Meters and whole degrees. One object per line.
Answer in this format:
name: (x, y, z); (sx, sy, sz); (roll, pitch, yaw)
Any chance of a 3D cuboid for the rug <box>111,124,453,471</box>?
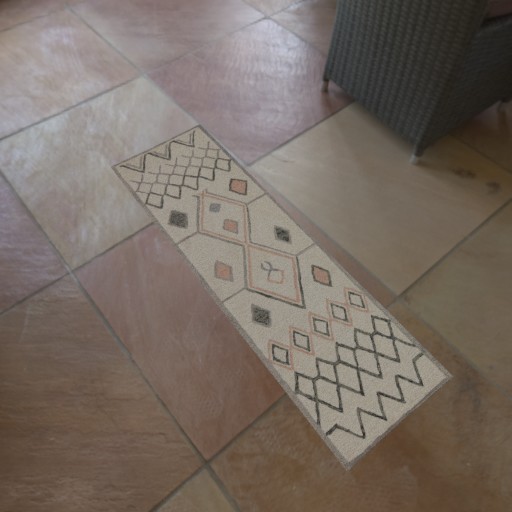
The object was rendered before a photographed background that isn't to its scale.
rug: (0.000, 0.000, 2.716); (0.750, 0.011, 2.435); (-32, 62, -19)
